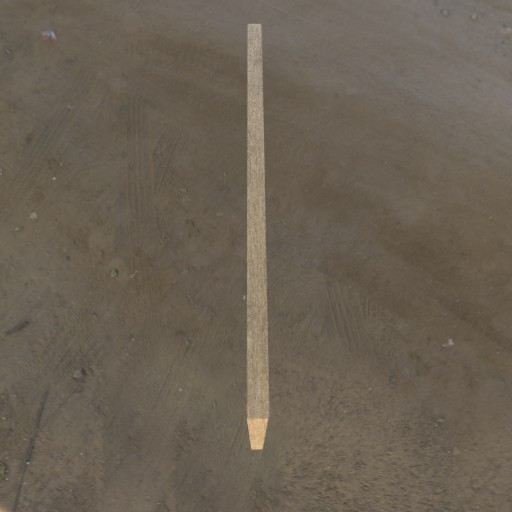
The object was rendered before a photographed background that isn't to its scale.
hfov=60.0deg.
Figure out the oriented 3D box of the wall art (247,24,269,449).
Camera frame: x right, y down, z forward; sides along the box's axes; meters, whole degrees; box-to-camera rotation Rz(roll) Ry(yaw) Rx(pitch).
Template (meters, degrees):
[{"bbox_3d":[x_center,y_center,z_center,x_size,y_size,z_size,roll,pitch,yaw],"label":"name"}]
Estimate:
[{"bbox_3d":[0.000,0.000,0.900,0.026,0.535,0.690,0,63,0],"label":"wall art"}]
